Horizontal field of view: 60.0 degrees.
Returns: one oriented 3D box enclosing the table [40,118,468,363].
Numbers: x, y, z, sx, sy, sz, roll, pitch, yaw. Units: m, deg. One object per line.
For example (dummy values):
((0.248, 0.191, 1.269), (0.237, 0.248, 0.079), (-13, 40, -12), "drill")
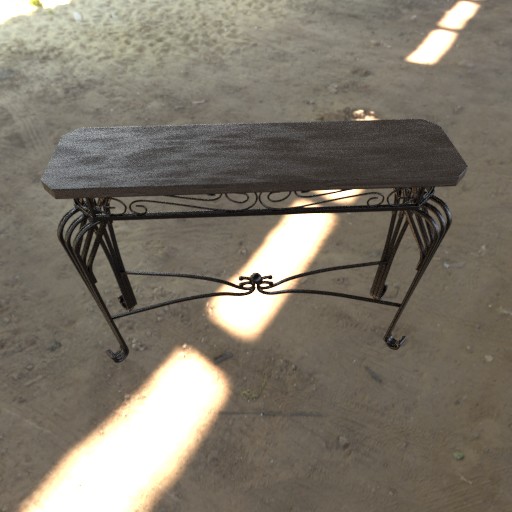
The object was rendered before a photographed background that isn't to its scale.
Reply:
((0.000, 0.000, 1.467), (1.112, 0.800, 0.329), (-2, 45, -2), "table")
